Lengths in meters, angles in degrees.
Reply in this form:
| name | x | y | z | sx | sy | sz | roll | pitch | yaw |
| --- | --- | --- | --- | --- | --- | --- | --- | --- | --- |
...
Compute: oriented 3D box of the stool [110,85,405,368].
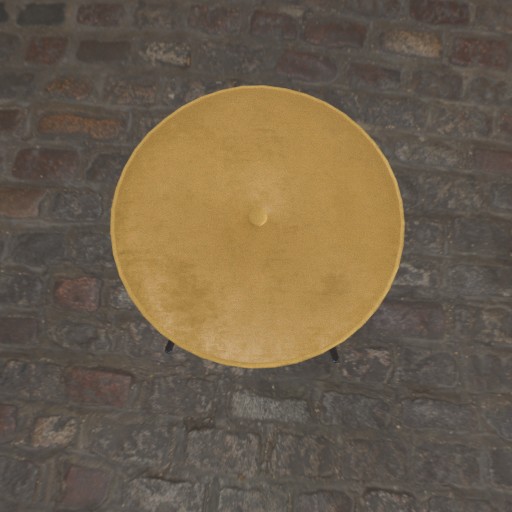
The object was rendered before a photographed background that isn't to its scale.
| name | x | y | z | sx | sy | sz | roll | pitch | yaw |
| --- | --- | --- | --- | --- | --- | --- | --- | --- | --- |
| stool | 0.000 | 0.000 | 0.913 | 0.472 | 0.595 | 0.438 | 5 | 77 | 1 |
